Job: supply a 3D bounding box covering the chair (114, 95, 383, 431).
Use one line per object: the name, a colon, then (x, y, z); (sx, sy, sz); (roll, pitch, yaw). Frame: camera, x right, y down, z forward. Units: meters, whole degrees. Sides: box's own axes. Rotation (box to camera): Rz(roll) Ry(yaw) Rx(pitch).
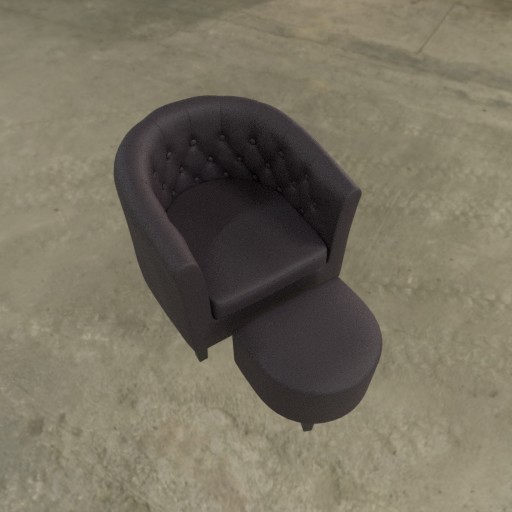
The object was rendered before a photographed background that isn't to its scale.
chair: (0.000, 0.000, 1.677); (0.763, 0.760, 1.191); (-25, 52, -21)
